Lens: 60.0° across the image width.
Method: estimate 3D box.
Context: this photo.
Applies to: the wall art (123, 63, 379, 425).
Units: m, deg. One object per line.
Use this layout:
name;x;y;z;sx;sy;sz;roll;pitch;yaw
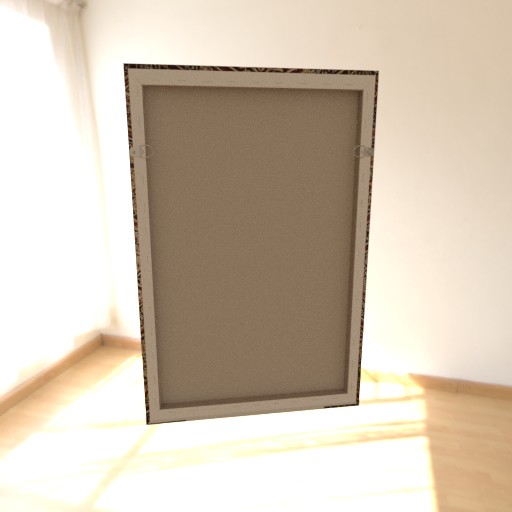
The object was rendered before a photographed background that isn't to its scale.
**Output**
wall art;0.000;0.000;0.756;0.397;0.599;0.020;-2;13;-9
